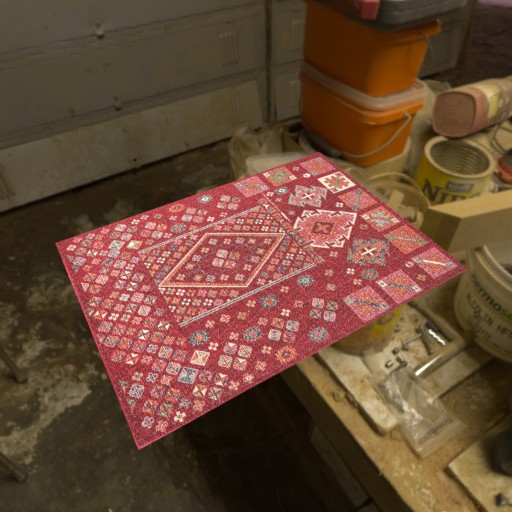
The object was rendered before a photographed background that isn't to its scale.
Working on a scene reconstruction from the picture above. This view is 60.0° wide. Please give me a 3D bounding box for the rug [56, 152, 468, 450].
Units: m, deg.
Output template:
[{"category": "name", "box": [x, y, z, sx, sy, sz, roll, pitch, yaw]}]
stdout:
[{"category": "rug", "box": [0.000, 0.000, 2.881, 2.184, 0.007, 1.579, -23, 50, -21]}]
